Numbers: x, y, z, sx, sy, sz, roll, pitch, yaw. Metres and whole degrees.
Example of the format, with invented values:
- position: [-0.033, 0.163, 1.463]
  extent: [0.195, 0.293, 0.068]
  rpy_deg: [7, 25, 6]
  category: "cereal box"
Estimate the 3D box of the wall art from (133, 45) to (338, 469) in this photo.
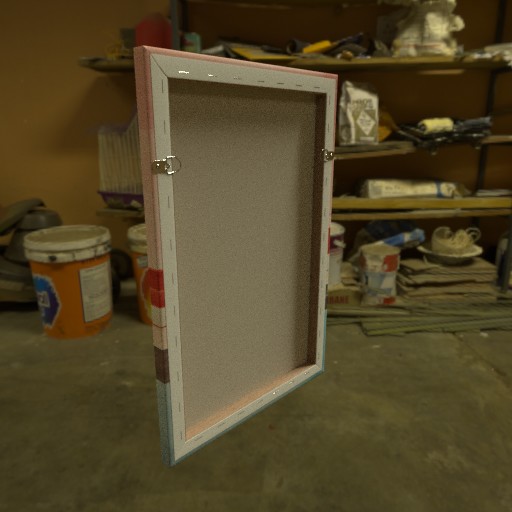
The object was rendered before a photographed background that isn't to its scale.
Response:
- position: [0.000, 0.000, 1.140]
  extent: [0.038, 0.914, 0.610]
  rpy_deg: [15, 22, 42]
  category: "wall art"
